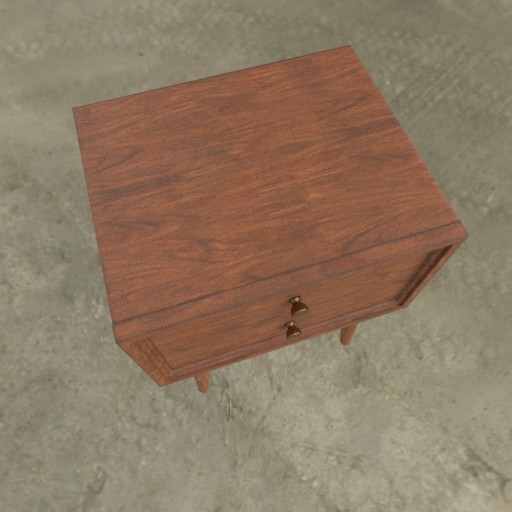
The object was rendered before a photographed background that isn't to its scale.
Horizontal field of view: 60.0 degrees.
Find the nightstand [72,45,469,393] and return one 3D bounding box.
[{"bbox_3d":[0.000,0.000,0.972,0.521,0.607,0.445,-16,64,-8],"label":"nightstand"}]
